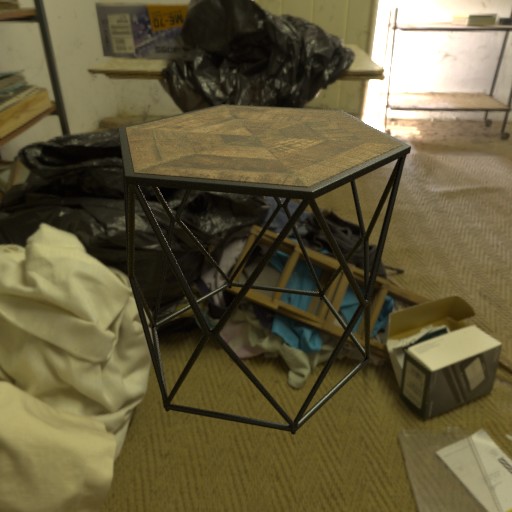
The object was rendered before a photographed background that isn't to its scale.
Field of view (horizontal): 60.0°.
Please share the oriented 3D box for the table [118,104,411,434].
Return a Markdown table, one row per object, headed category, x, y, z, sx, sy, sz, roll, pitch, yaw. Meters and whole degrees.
| category | x | y | z | sx | sy | sz | roll | pitch | yaw |
| --- | --- | --- | --- | --- | --- | --- | --- | --- | --- |
| table | 0.000 | 0.000 | 1.033 | 0.579 | 0.564 | 0.578 | -9 | 33 | -14 |
